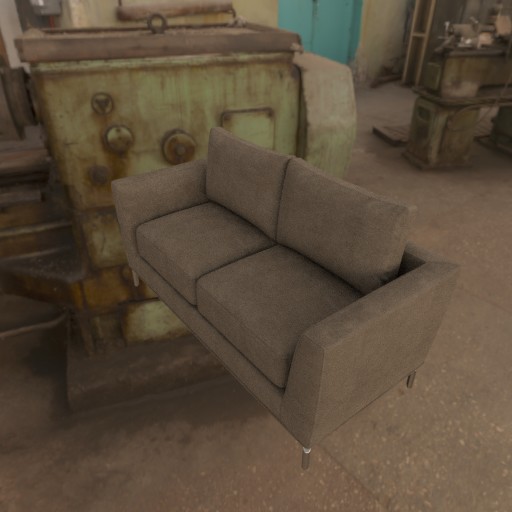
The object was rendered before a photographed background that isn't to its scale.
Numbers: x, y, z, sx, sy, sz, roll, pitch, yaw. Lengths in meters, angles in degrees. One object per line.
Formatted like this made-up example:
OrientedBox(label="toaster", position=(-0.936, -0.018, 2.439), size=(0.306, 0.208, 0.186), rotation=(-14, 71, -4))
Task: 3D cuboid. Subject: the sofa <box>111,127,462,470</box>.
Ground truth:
OrientedBox(label="sofa", position=(0.000, 0.000, 2.410), size=(0.855, 1.013, 1.832), rotation=(-22, 38, -31))
